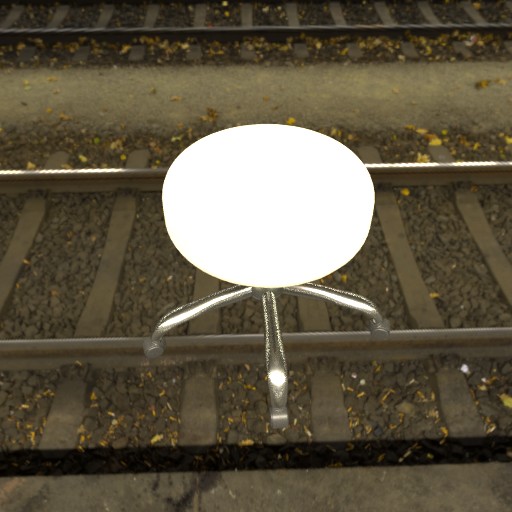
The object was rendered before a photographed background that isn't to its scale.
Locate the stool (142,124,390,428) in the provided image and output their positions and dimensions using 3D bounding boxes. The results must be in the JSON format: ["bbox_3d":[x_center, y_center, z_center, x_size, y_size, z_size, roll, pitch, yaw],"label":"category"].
[{"bbox_3d":[0.000,0.000,1.040,0.614,0.482,0.634,-17,49,-16],"label":"stool"}]
